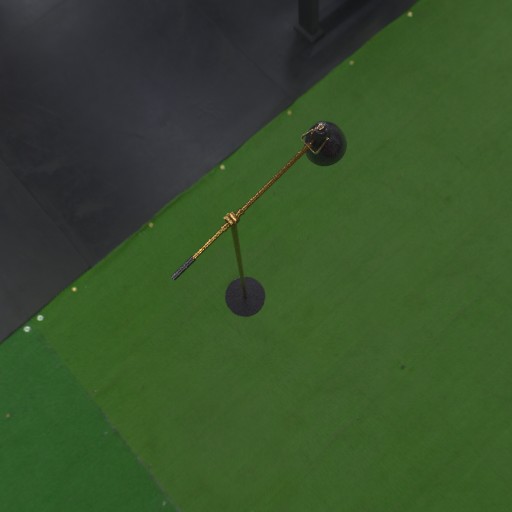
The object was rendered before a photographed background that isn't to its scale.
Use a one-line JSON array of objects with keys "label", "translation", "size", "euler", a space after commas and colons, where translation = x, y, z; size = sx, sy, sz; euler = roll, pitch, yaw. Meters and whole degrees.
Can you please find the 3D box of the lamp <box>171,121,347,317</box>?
[{"label": "lamp", "translation": [0.000, 0.000, 1.833], "size": [0.618, 1.628, 0.235], "euler": [-39, 79, -9]}]
